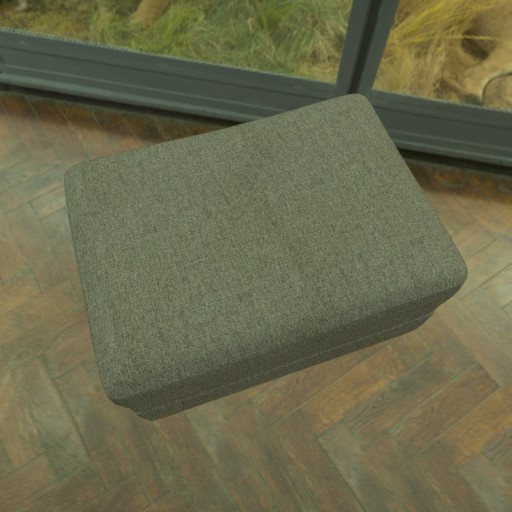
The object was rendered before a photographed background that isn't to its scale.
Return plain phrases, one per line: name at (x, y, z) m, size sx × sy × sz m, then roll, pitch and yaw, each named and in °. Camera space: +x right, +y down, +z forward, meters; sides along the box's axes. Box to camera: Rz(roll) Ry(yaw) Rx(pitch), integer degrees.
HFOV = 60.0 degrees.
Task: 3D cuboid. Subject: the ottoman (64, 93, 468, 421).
ottoman at (0.000, 0.000, 1.252) m, size 0.885 × 0.478 × 0.637 m, roll -17°, pitch 66°, yaw -8°
